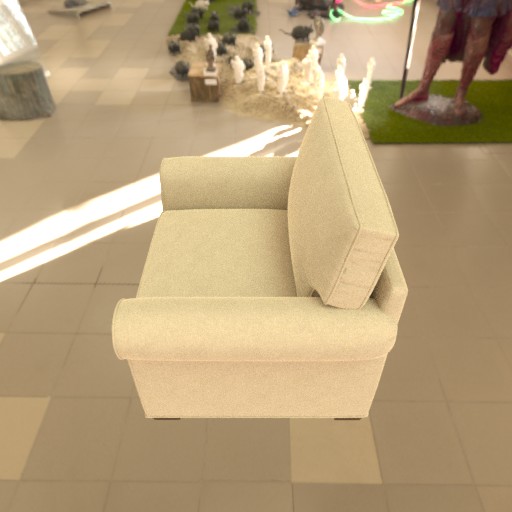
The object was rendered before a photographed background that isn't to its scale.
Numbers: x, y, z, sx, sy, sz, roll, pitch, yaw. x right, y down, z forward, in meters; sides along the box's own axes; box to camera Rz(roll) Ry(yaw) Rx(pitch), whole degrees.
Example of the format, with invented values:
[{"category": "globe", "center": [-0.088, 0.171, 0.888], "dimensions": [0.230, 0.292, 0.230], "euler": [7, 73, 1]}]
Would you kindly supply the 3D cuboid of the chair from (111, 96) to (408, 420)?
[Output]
[{"category": "chair", "center": [0.000, 0.000, 1.729], "dimensions": [0.863, 0.955, 1.040], "euler": [0, 42, 0]}]
